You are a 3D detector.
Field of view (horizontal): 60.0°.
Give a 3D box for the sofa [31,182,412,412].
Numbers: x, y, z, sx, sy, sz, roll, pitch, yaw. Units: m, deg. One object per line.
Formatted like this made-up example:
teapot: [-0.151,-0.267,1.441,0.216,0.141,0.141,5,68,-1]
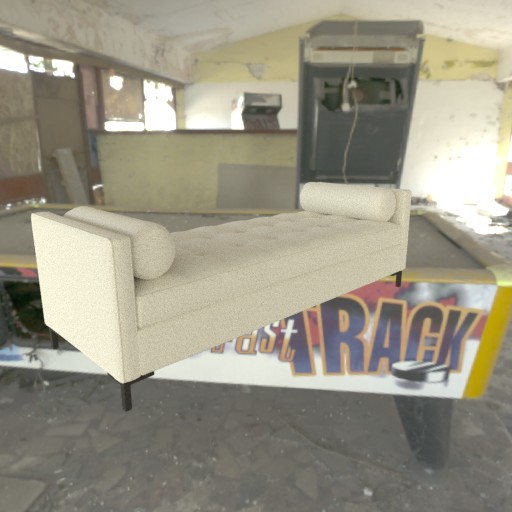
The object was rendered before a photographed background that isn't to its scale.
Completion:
sofa: [0.000,0.000,2.368,1.985,0.641,0.746,-14,20,-42]
